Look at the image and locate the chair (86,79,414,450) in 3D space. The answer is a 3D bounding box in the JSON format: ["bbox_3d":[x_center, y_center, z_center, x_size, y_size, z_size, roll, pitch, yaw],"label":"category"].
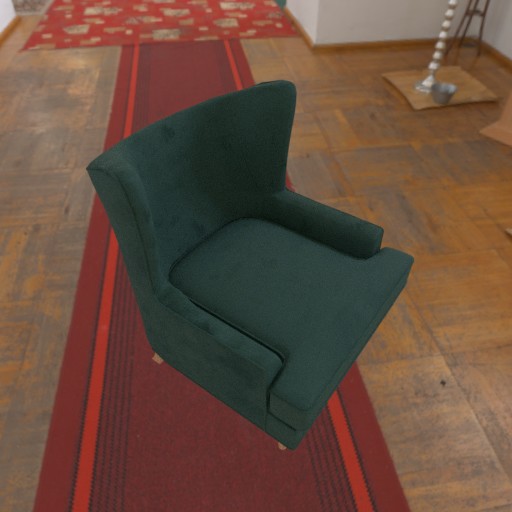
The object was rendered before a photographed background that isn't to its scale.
[{"bbox_3d":[0.000,0.000,1.573,0.910,0.952,0.793,26,48,26],"label":"chair"}]
